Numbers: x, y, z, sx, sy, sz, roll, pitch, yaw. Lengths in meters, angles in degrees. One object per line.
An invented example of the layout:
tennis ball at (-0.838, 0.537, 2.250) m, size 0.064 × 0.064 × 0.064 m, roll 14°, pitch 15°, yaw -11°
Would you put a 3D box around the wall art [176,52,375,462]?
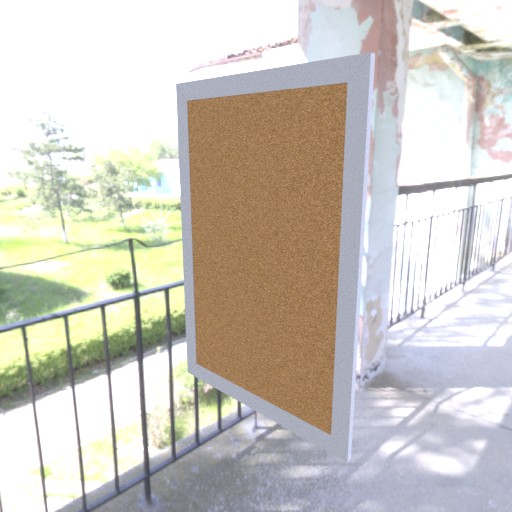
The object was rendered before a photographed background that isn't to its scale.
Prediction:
wall art at (0.000, 0.000, 0.847) m, size 0.454 × 0.659 × 0.011 m, roll 13°, pitch 19°, yaw 43°
